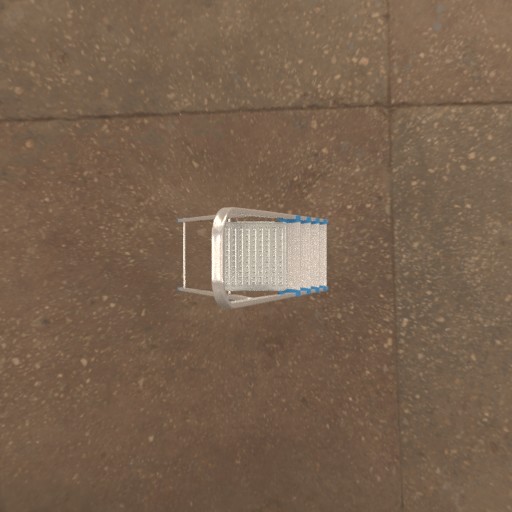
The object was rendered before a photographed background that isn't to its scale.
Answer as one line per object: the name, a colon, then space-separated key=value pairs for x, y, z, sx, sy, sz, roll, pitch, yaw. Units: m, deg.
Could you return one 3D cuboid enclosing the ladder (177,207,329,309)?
ladder: x=0.000 y=0.000 z=2.080 sx=0.990 sy=1.648 sz=0.468 roll=0 pitch=90 yaw=-1
